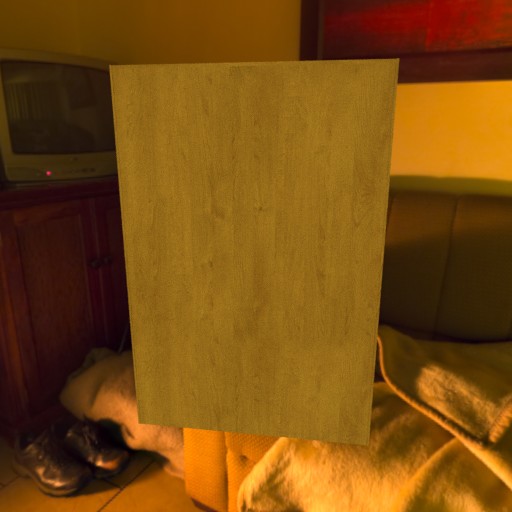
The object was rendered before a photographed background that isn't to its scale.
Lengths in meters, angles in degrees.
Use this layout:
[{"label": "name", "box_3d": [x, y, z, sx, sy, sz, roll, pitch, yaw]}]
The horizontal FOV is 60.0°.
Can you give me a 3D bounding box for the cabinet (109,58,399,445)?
[{"label": "cabinet", "box_3d": [0.000, 0.000, 2.447, 1.290, 1.910, 0.510, 2, 16, 8]}]
